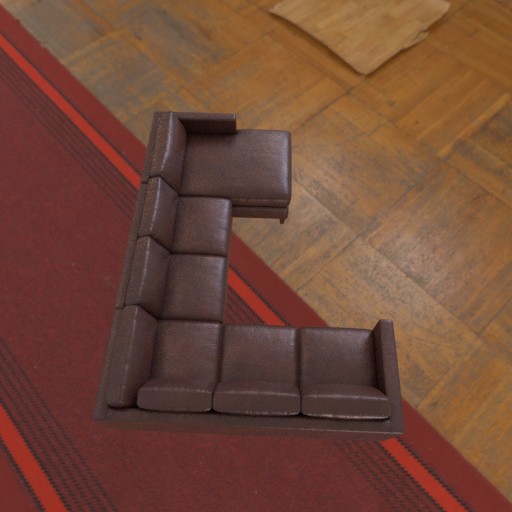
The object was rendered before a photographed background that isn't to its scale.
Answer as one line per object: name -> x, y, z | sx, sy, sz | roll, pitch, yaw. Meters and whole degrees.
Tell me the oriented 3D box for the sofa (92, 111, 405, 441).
sofa -> 0.000, 0.000, 4.482 | 2.452, 0.891, 3.324 | 2, 62, 1
